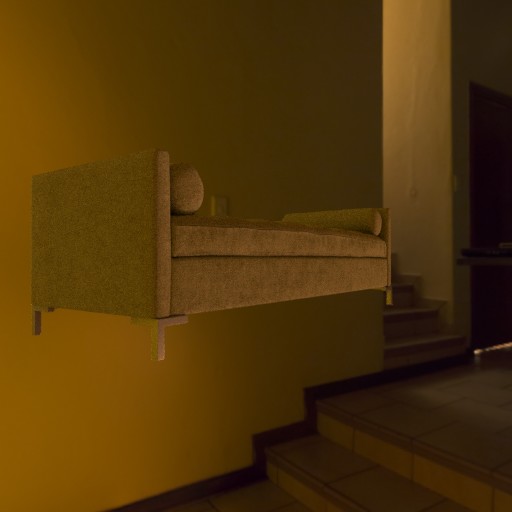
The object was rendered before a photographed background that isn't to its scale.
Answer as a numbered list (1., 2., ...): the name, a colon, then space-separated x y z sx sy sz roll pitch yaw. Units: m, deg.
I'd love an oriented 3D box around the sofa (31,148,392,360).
1. sofa: 0.000 0.000 2.417 0.797 0.657 2.102 0 0 37
